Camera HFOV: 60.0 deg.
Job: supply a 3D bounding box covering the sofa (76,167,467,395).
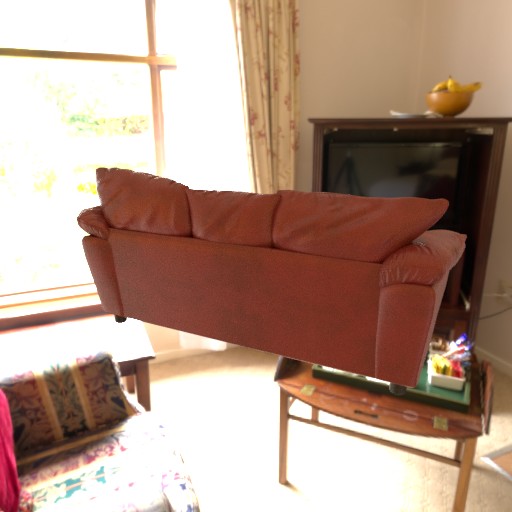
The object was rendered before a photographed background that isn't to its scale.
[{"bbox_3d":[0.000,0.000,2.849,2.390,1.091,0.907,8,18,26],"label":"sofa"}]
